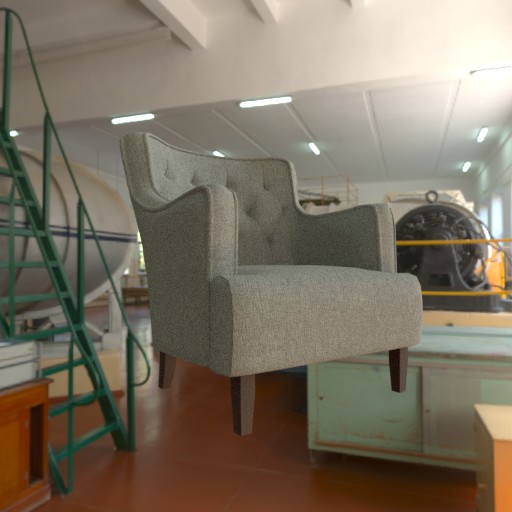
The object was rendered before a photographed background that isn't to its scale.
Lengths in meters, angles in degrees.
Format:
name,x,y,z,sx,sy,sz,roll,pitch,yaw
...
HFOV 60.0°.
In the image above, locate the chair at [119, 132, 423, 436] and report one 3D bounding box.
name,x,y,z,sx,sy,sz,roll,pitch,yaw
chair,0.000,0.000,1.599,0.820,0.920,0.910,1,-2,-36
